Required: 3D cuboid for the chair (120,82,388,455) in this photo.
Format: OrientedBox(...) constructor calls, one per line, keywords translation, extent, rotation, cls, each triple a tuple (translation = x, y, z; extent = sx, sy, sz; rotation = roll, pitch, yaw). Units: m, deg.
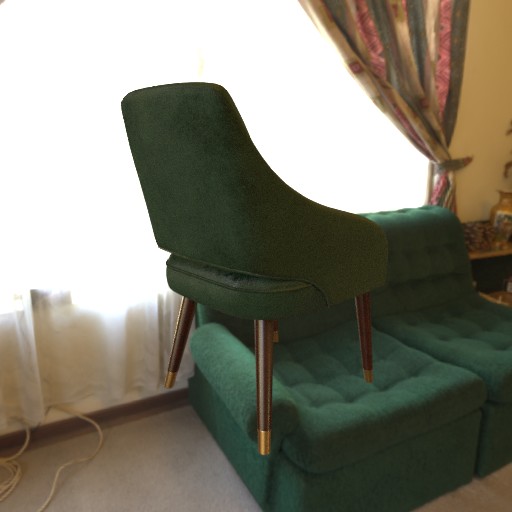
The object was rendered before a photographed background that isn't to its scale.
OrientedBox(translation=(0.000, 0.000, 1.583), extent=(0.794, 1.081, 0.683), rotation=(-13, 19, -42), cls="chair")
